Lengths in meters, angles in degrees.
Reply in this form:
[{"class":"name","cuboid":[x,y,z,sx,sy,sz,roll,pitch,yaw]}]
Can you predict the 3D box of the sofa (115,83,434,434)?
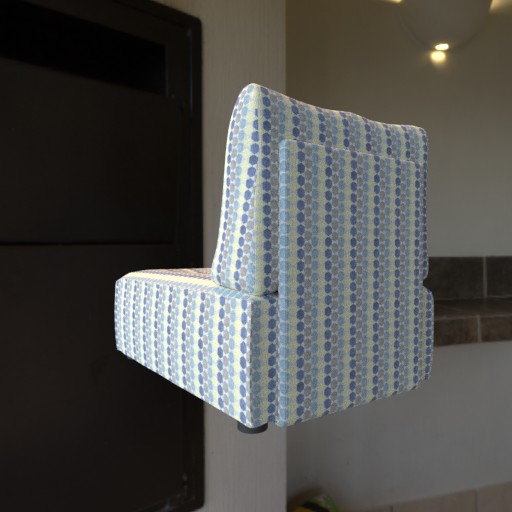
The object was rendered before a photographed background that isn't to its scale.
[{"class":"sofa","cuboid":[0.000,0.000,1.580,0.700,0.820,1.000,-1,1,-35]}]
